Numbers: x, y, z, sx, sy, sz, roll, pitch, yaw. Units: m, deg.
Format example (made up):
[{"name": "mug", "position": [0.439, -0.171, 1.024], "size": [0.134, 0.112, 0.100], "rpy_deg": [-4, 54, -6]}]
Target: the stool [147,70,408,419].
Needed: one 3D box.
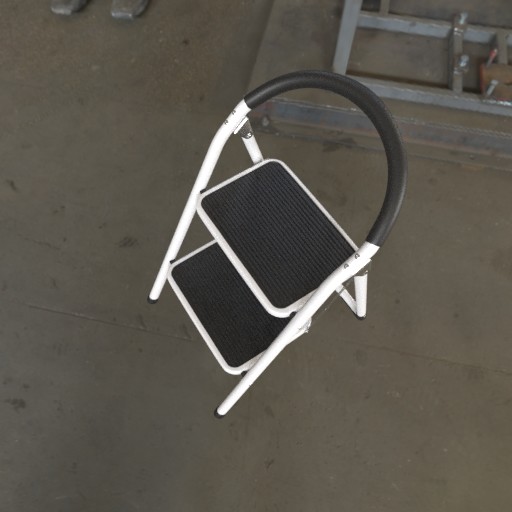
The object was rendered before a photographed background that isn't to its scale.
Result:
[{"name": "stool", "position": [0.000, 0.000, 1.088], "size": [0.559, 0.760, 0.453], "rpy_deg": [-31, 67, -14]}]
